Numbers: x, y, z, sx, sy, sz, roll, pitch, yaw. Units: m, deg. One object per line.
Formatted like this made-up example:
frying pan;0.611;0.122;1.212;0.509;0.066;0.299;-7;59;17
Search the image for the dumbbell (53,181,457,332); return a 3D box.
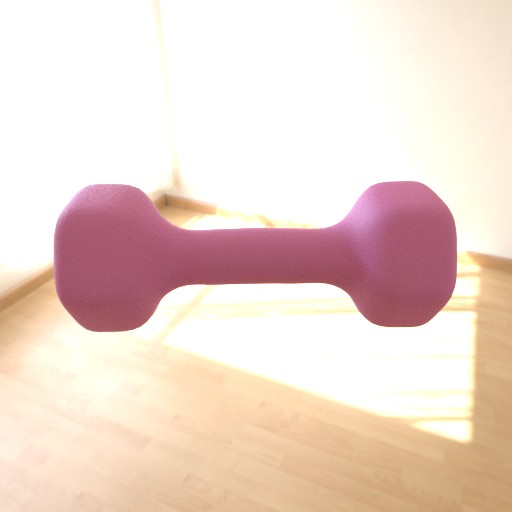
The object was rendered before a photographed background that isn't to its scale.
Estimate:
dumbbell;0.000;0.000;0.189;0.159;0.058;0.064;0;30;-1
